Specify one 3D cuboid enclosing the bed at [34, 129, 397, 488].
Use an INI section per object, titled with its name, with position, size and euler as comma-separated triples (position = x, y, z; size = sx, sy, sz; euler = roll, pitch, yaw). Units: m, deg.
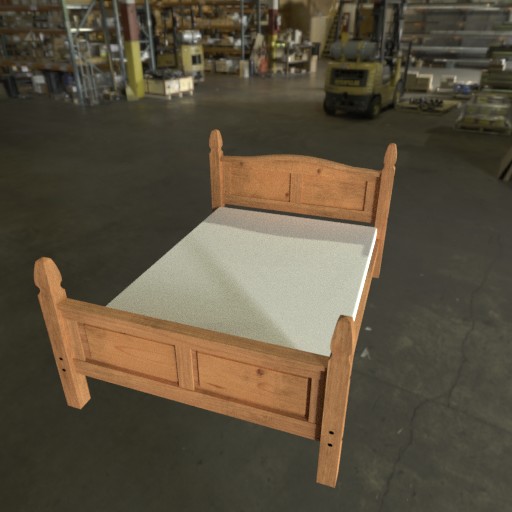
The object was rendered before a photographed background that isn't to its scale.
[bed]
position = 0.000, 0.000, 2.841
size = 1.490, 1.100, 2.069
euler = 9, 29, 17
